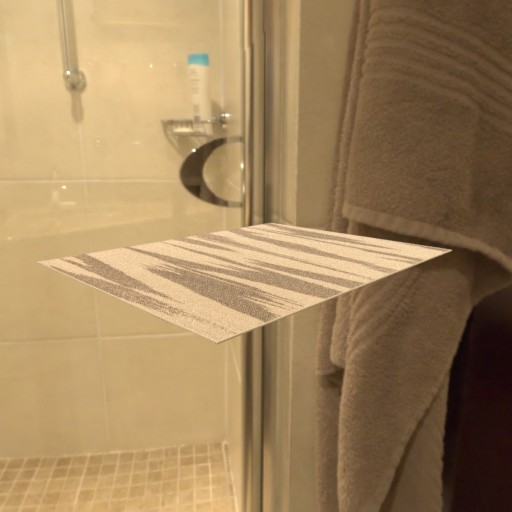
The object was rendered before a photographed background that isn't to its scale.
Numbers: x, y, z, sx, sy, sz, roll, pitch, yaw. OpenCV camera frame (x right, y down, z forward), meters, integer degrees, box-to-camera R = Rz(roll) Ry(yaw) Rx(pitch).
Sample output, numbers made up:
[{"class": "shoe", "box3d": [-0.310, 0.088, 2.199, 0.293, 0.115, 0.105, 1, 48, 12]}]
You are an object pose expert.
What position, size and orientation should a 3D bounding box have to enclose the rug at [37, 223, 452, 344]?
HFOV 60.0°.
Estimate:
[{"class": "rug", "box3d": [0.000, 0.000, 3.992, 2.353, 0.014, 2.945, 13, 18, 43]}]
